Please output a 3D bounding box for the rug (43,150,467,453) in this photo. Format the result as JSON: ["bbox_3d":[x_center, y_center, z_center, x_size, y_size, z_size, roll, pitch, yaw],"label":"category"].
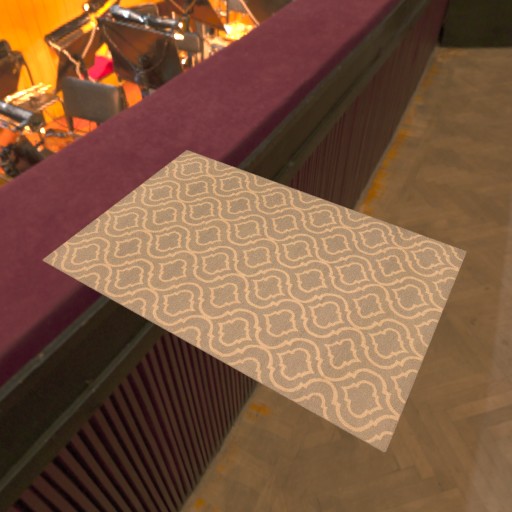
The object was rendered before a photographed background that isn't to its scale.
[{"bbox_3d":[0.000,0.000,2.180,1.749,0.015,1.141,24,50,22],"label":"rug"}]
